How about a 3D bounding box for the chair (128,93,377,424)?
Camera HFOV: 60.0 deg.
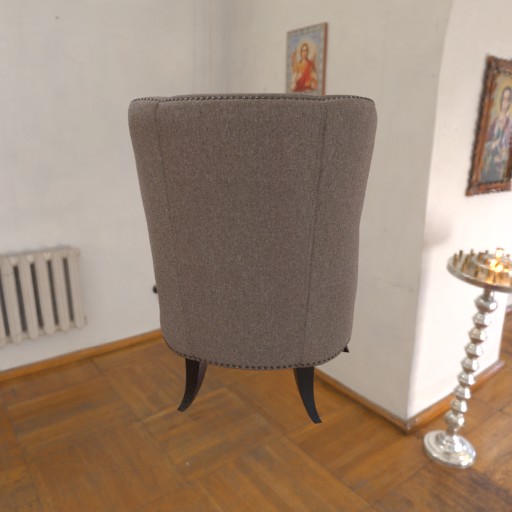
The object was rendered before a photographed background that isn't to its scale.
[{"bbox_3d":[0.000,0.000,1.596,0.759,1.060,0.758,2,16,8],"label":"chair"}]
